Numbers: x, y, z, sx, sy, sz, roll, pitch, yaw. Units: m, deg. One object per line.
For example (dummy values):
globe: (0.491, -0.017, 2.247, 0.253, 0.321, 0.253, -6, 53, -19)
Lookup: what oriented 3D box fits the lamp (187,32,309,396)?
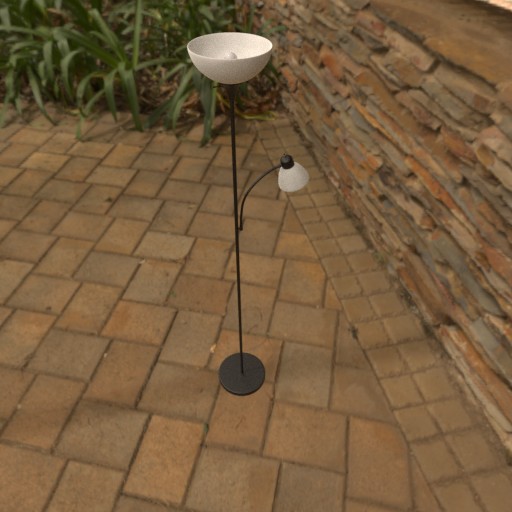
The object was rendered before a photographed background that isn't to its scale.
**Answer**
lamp: (0.000, 0.000, 2.001, 0.442, 1.804, 0.279, -12, 43, -13)
